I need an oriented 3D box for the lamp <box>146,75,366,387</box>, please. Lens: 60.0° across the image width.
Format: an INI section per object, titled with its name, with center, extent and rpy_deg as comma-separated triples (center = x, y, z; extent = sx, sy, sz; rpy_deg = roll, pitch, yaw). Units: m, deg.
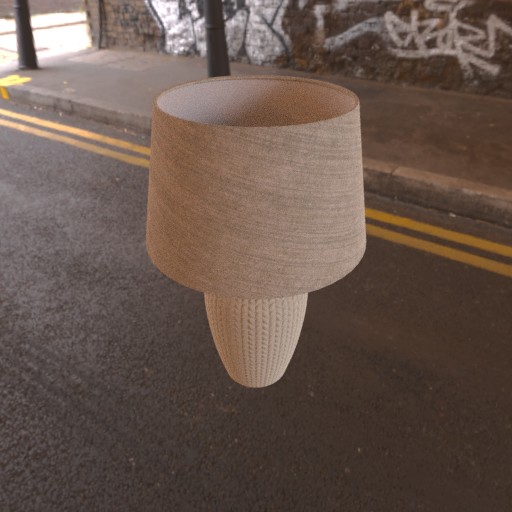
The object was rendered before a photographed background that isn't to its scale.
[lamp]
center = 0.000, 0.000, 0.831
extent = 0.390, 0.580, 0.390
rpy_deg = 0, 33, 0
